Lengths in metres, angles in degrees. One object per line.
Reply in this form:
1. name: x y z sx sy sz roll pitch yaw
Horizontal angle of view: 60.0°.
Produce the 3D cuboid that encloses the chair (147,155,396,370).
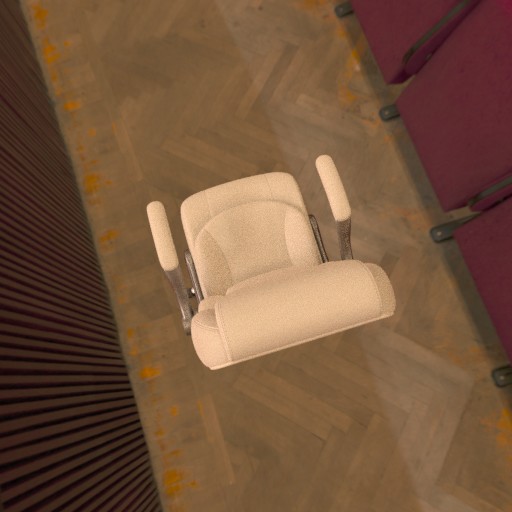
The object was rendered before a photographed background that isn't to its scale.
1. chair: 0.000 0.000 1.771 0.755 1.330 0.806 -16 75 -4
